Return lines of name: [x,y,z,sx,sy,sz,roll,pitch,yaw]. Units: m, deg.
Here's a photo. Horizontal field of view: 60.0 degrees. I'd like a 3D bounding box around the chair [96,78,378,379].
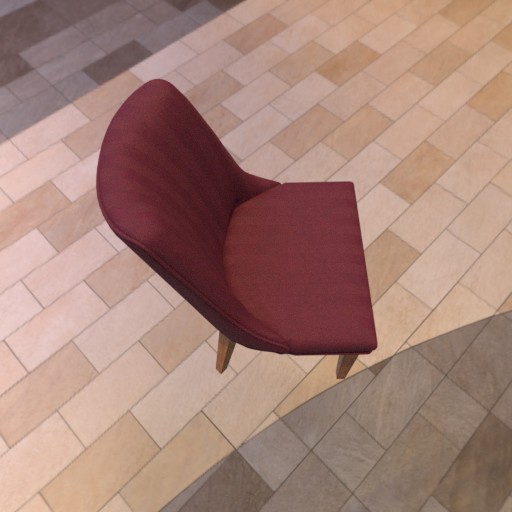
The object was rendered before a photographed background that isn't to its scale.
chair: [0.000,0.000,1.280,0.638,0.916,0.548,-1,62,0]
